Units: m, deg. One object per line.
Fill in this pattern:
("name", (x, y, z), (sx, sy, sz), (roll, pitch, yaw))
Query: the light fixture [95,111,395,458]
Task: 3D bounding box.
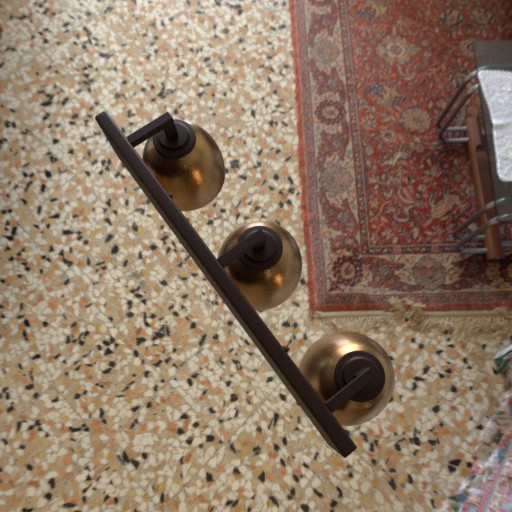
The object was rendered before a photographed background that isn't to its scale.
("light fixture", (0.000, 0.000, 0.662), (0.157, 0.204, 0.582), (-35, 77, -10))
